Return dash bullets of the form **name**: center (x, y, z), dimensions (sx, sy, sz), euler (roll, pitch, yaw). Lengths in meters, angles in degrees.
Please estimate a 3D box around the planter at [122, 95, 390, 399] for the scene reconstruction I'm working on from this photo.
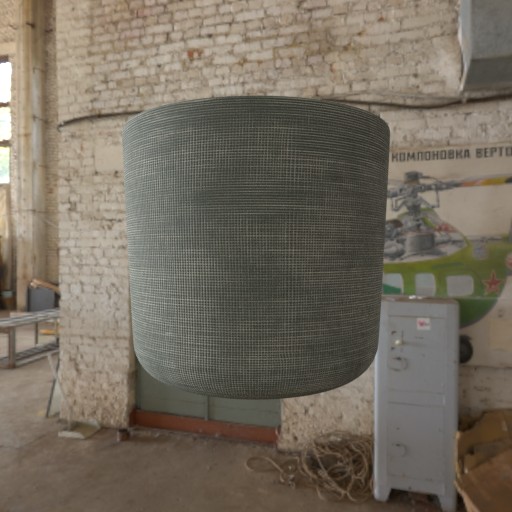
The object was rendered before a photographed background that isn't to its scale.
- **planter**: center (0.000, 0.000, 0.762), dimensions (0.440, 0.398, 0.440), euler (0, 1, 0)
